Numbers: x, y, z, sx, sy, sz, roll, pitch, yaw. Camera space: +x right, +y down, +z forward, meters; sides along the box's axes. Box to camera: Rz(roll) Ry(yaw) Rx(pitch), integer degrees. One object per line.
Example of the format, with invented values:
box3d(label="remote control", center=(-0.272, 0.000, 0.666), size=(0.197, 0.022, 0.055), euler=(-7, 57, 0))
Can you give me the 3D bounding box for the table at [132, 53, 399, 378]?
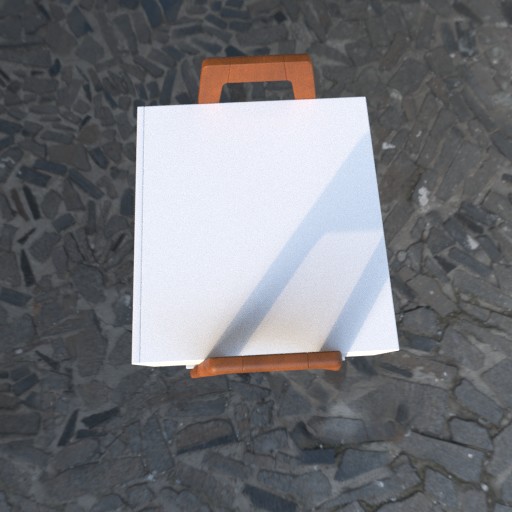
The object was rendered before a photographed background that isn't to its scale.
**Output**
box3d(label="table", center=(0.000, 0.000, 0.890), size=(0.405, 0.610, 0.457), euler=(-3, 75, -1))
